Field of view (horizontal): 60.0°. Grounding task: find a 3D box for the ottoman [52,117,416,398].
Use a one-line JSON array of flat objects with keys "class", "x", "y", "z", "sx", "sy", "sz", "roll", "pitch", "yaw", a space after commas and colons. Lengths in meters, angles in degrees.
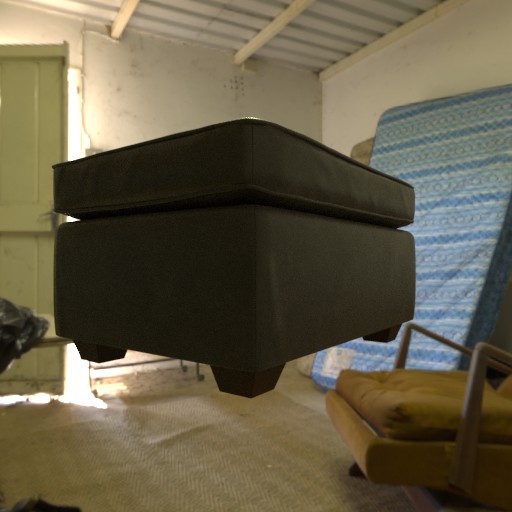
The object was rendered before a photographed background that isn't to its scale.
[{"class": "ottoman", "x": 0.000, "y": 0.000, "z": 1.067, "sx": 0.554, "sy": 0.445, "sz": 0.756, "roll": -1, "pitch": -1, "yaw": 36}]
